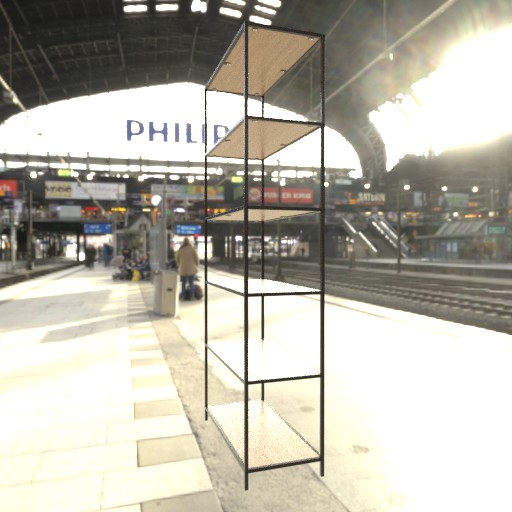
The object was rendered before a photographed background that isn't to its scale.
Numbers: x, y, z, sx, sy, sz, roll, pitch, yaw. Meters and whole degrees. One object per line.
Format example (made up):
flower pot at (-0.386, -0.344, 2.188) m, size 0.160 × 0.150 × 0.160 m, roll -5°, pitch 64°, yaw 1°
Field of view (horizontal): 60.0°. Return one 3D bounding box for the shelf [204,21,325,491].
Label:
shelf at (0.000, 0.000, 2.164) m, size 0.350 × 1.850 × 0.770 m, roll 0°, pitch 1°, yaw -19°
